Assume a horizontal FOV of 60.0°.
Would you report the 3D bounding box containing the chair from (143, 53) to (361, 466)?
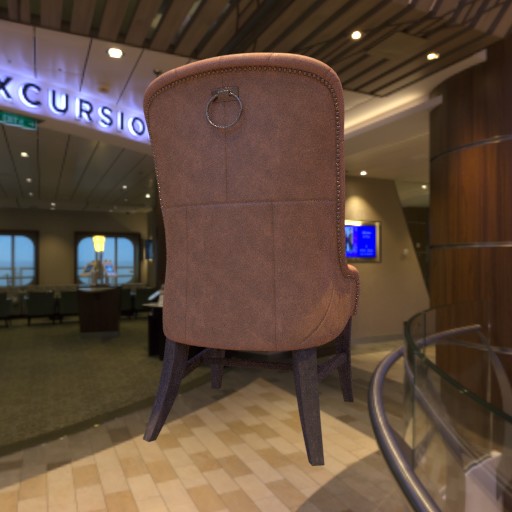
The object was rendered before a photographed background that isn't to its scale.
[{"bbox_3d":[0.000,0.000,1.480,0.634,1.091,0.629,0,-1,18],"label":"chair"}]
